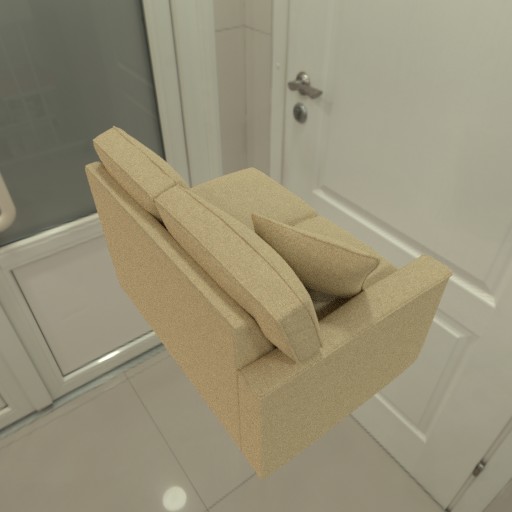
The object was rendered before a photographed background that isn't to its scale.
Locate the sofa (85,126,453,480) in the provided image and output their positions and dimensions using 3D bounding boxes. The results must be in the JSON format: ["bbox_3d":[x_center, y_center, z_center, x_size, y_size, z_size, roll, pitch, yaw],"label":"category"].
[{"bbox_3d":[0.000,0.000,2.070,0.991,0.989,1.388,-26,47,-27],"label":"sofa"}]
